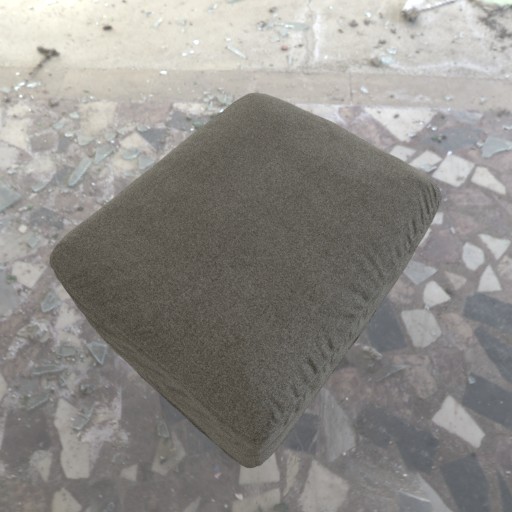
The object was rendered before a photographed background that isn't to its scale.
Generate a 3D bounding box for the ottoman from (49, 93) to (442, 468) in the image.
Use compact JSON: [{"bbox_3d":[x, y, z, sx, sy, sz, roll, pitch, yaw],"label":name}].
[{"bbox_3d":[0.000,0.000,1.219,0.683,0.481,0.837,34,64,19],"label":"ottoman"}]
